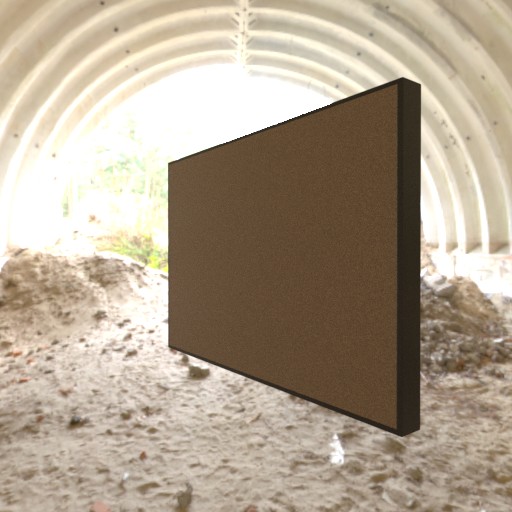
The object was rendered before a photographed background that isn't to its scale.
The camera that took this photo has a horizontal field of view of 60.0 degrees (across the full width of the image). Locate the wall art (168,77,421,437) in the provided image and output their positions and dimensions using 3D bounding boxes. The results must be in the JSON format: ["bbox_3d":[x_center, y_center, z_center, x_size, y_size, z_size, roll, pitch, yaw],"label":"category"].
[{"bbox_3d":[0.000,0.000,1.178,0.058,0.640,0.939,0,1,-37],"label":"wall art"}]
